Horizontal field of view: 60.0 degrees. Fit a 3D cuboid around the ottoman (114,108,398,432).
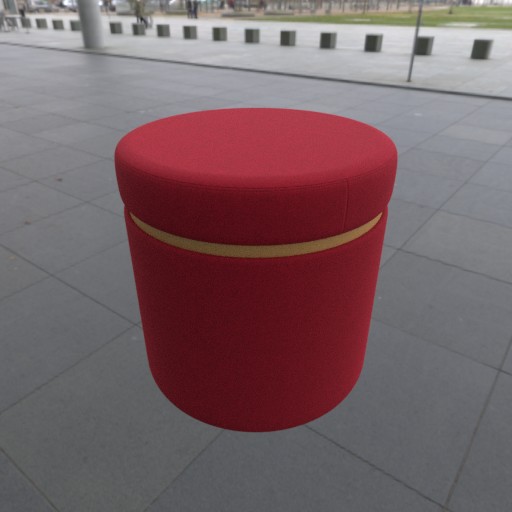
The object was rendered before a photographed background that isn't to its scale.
[{"bbox_3d":[0.000,0.000,0.737,0.400,0.406,0.400,0,30,0],"label":"ottoman"}]
